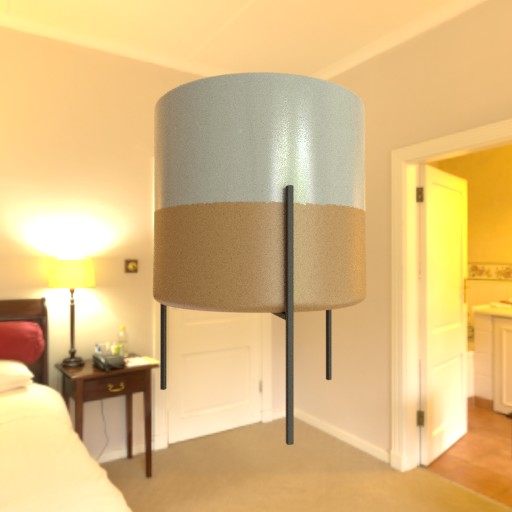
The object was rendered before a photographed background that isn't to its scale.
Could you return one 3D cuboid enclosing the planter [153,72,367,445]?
[{"bbox_3d":[0.000,0.000,0.745,0.360,0.480,0.348,0,0,18],"label":"planter"}]
